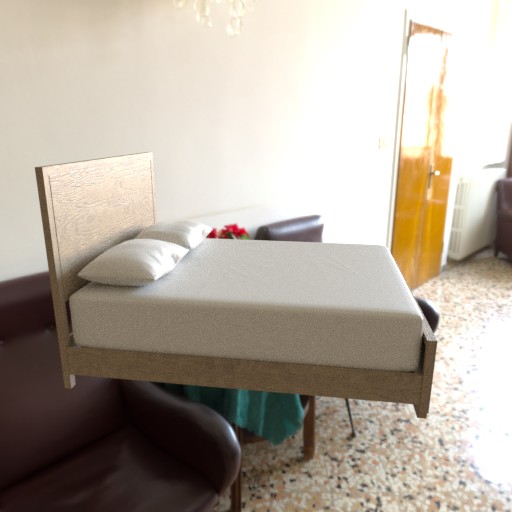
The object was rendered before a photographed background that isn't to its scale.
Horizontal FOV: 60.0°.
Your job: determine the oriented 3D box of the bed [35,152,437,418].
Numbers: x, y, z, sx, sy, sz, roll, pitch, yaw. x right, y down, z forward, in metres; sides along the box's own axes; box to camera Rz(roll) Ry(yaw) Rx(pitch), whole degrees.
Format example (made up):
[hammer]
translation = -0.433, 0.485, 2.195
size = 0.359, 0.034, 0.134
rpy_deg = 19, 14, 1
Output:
[bed]
translation = 0.000, 0.000, 3.204
size = 2.189, 1.369, 1.606
rpy_deg = 2, 16, 8
